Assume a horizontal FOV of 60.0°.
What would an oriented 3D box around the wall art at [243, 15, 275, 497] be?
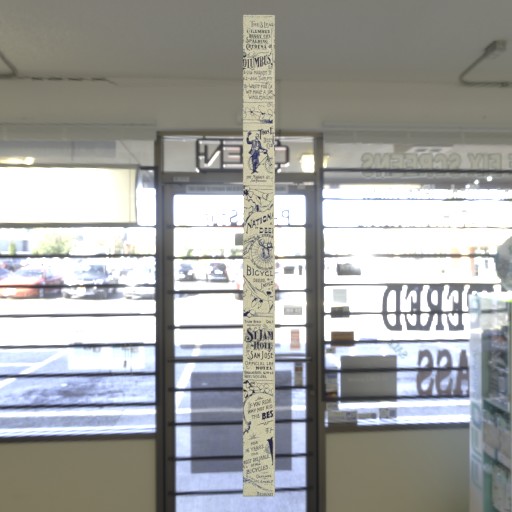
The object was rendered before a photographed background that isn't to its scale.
[{"bbox_3d":[0.000,0.000,0.756,0.040,0.601,0.408,0,0,-1],"label":"wall art"}]
